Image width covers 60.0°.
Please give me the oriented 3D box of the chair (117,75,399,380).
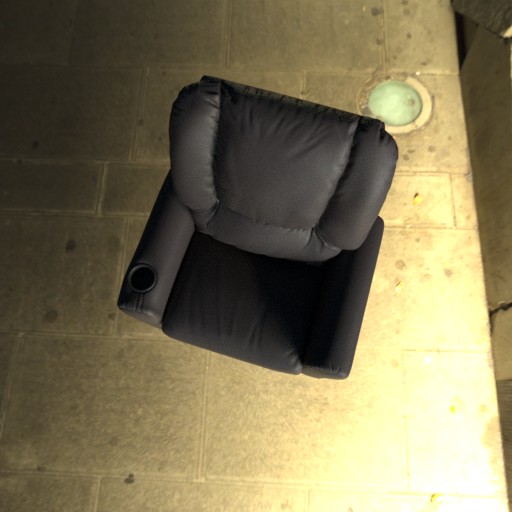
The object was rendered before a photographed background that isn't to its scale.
[{"bbox_3d":[0.000,0.000,1.148,0.610,0.709,0.521,16,75,5],"label":"chair"}]
